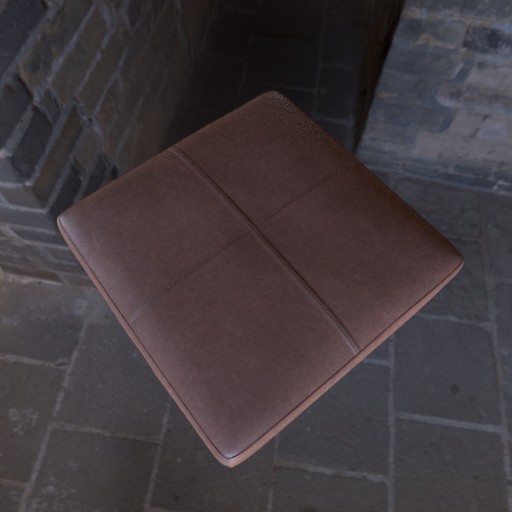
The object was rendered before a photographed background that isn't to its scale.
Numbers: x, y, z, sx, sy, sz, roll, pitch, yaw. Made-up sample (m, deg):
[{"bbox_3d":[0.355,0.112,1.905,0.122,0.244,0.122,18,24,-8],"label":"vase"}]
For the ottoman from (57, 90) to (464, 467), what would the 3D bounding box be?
[{"bbox_3d":[0.000,0.000,1.835,1.168,0.490,1.168,-35,68,-16],"label":"ottoman"}]
